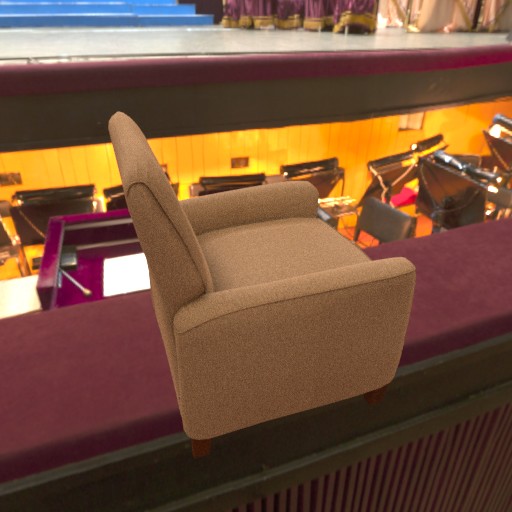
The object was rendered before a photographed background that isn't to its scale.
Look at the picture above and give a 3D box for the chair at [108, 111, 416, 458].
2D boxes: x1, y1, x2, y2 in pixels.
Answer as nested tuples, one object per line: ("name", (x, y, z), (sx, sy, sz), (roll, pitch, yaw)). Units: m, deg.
("chair", (0.000, 0.000, 1.616), (0.864, 1.014, 0.848), (-10, 32, -17))
